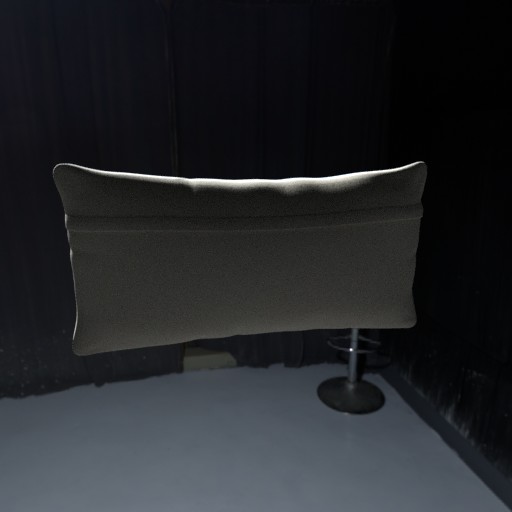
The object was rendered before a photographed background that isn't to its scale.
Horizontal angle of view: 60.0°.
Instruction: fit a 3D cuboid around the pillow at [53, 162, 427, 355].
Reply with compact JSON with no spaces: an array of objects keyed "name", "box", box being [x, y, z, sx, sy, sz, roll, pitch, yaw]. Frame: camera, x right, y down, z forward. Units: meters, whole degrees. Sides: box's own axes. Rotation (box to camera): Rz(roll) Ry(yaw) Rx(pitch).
[{"name":"pillow","box":[0.000,0.000,0.736,0.604,0.307,0.148,-3,16,-10]}]
